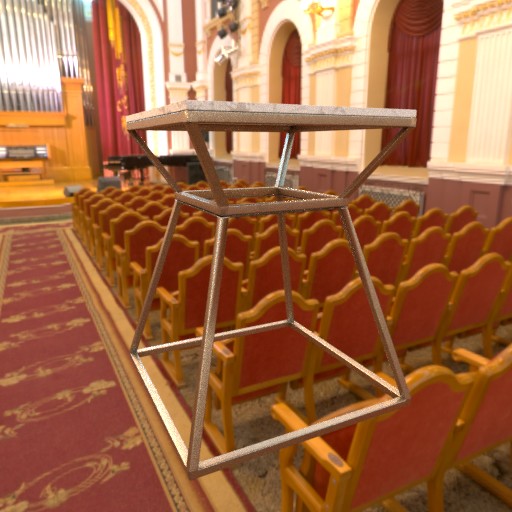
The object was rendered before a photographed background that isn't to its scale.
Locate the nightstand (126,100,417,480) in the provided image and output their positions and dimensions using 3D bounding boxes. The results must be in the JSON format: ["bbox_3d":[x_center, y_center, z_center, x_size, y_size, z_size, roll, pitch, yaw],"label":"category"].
[{"bbox_3d":[0.000,0.000,0.903,0.455,0.554,0.455,-7,16,-26],"label":"nightstand"}]
